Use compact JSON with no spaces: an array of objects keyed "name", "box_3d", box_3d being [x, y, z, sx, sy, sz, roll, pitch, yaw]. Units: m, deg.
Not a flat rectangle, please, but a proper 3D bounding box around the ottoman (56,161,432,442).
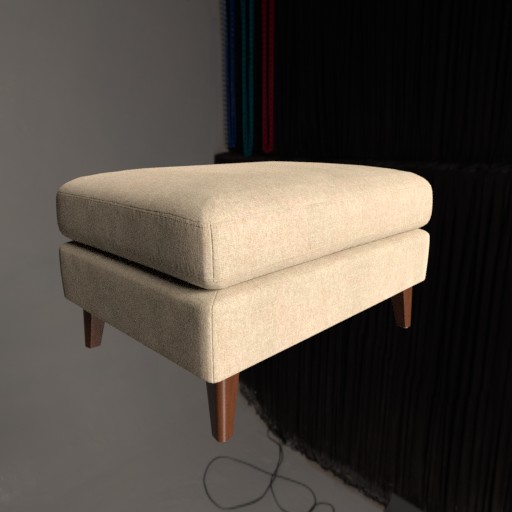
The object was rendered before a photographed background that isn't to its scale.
[{"name":"ottoman","box_3d":[0.000,0.000,1.199,0.610,0.478,0.823,14,21,43]}]
